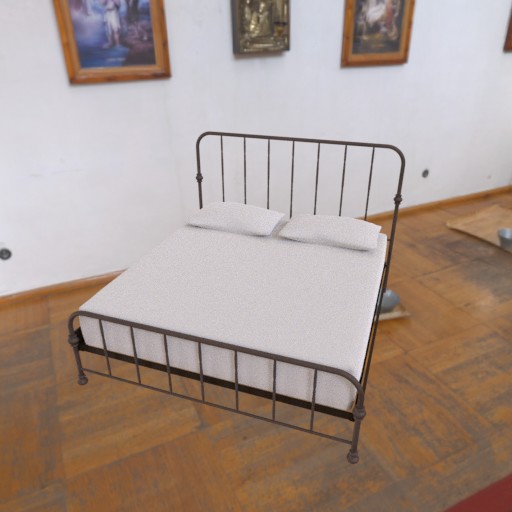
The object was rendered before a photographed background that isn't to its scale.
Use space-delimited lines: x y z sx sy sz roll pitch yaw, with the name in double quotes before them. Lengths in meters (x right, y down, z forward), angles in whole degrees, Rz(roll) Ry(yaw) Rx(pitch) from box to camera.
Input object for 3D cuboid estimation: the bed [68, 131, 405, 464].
"bed" 0.000 0.000 3.509 2.044 1.446 2.134 9 28 17
